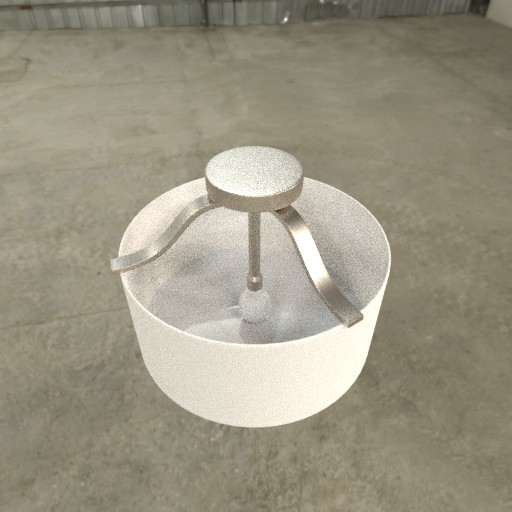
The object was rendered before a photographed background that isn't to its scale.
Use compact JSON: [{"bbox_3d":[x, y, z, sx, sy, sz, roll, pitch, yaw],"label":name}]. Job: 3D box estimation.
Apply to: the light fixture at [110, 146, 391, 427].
[{"bbox_3d":[0.000,0.000,0.666,0.395,0.304,0.395,0,41,0],"label":"light fixture"}]
